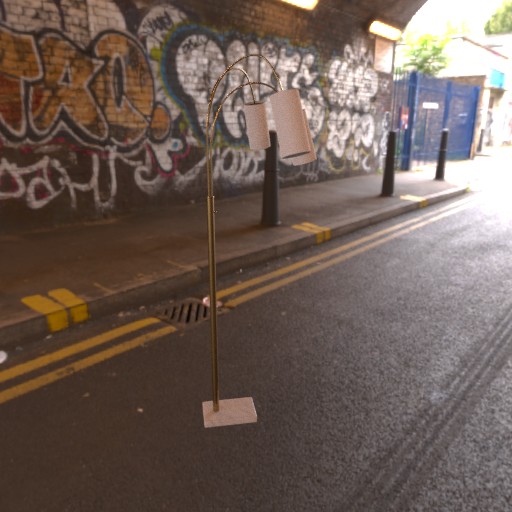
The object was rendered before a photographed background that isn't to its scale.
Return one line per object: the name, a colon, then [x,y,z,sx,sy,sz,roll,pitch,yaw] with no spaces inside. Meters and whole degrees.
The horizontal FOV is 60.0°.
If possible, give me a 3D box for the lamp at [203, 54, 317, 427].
lamp: [0.000,0.000,2.545,0.667,2.055,1.020,-3,16,-9]
